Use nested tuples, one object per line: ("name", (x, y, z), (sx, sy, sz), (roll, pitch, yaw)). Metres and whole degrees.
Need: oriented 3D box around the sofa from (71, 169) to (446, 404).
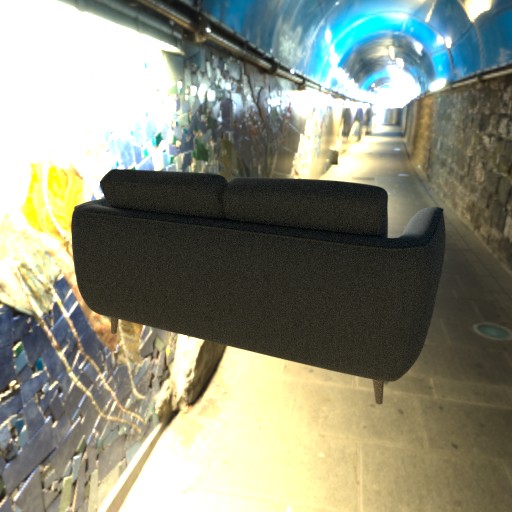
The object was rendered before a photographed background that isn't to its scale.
("sofa", (0.000, 0.000, 2.209), (1.700, 0.870, 0.920), (8, 19, 24))
